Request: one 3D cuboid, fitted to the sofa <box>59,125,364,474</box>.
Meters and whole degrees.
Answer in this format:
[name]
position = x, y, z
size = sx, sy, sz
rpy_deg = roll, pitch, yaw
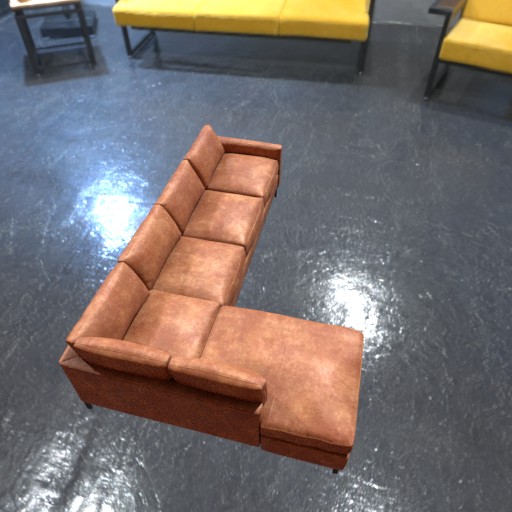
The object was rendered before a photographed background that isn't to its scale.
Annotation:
[sofa]
position = 0.000, 0.000, 3.838
size = 1.938, 0.877, 2.984
rpy_deg = 10, 46, 10
